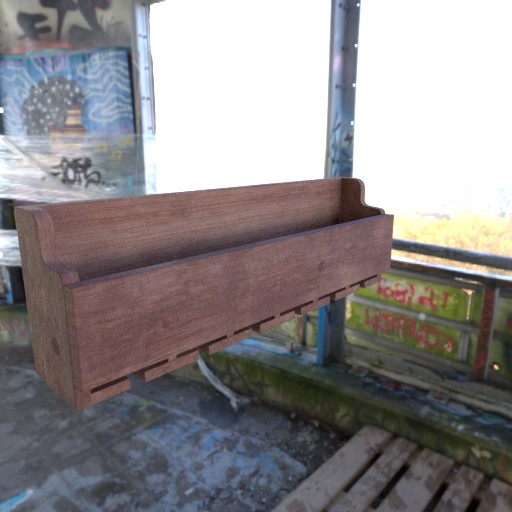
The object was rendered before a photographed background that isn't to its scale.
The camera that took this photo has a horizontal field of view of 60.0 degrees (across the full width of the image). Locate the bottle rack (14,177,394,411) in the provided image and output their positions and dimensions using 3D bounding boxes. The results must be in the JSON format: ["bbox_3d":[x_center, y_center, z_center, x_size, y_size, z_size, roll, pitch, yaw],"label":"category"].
[{"bbox_3d":[0.000,0.000,0.663,0.126,0.196,0.608,13,19,43],"label":"bottle rack"}]
